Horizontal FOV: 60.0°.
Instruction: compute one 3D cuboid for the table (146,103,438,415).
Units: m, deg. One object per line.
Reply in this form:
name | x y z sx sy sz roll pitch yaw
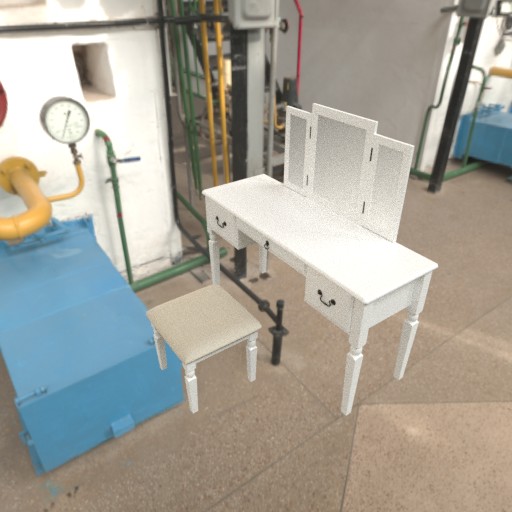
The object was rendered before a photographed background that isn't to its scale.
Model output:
table | 0.000 0.000 2.300 1.115 1.310 1.369 -21 38 -29
